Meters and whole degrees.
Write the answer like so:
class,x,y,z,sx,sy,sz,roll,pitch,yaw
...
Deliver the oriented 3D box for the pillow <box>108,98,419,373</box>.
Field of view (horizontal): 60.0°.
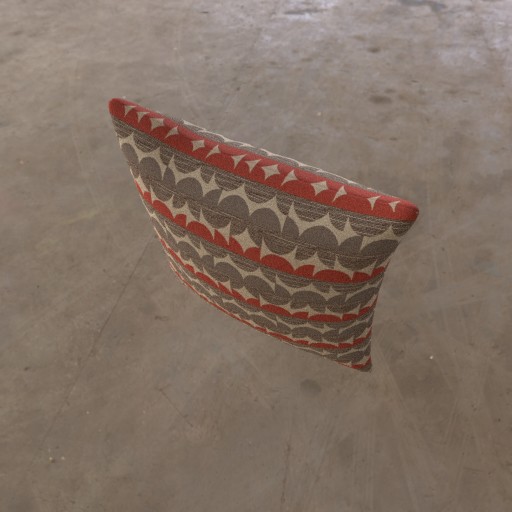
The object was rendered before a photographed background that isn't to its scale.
class,x,y,z,sx,sy,sz,roll,pitch,yaw
pillow,0.000,0.000,0.663,0.420,0.410,0.180,25,52,21
